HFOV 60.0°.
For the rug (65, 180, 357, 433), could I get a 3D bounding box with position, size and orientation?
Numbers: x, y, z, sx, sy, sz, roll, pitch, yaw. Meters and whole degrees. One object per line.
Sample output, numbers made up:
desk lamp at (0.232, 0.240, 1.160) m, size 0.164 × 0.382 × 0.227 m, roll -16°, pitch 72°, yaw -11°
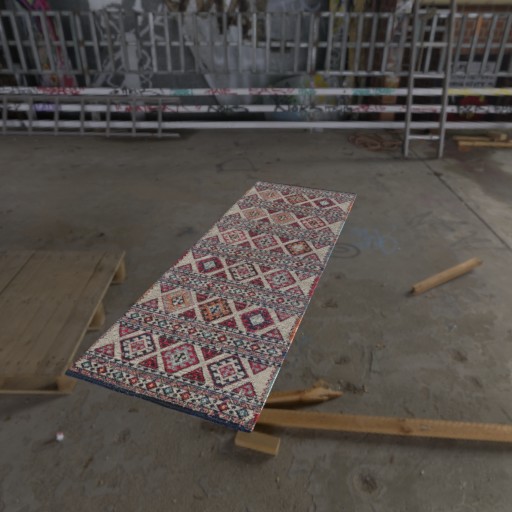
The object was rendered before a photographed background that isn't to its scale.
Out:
rug at (0.000, 0.000, 2.661) m, size 0.832 × 0.008 × 2.362 m, roll 11°, pitch 32°, yaw 17°
